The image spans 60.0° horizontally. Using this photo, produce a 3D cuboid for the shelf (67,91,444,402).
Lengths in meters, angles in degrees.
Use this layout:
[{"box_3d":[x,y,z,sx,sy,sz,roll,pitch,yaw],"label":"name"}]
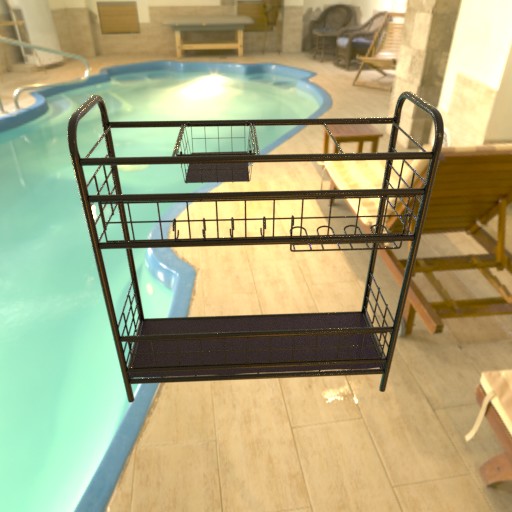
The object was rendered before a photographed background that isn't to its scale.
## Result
[{"box_3d":[0.000,0.000,1.511,0.961,1.026,0.350,-2,33,-2],"label":"shelf"}]
